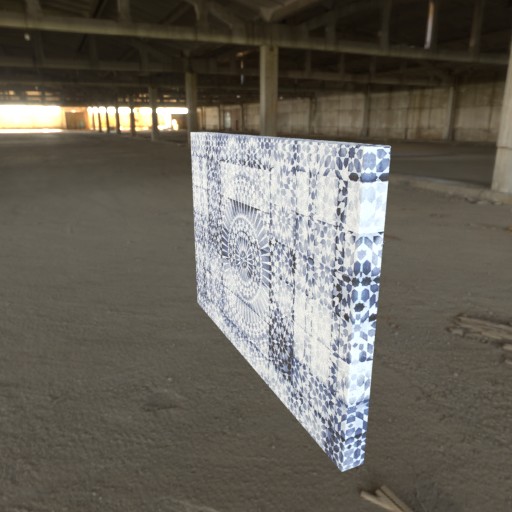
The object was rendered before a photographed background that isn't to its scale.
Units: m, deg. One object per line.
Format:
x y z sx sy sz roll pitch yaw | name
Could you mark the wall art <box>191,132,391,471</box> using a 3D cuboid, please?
0.000 0.000 1.167 0.057 0.608 0.911 -8 19 -24 | wall art
